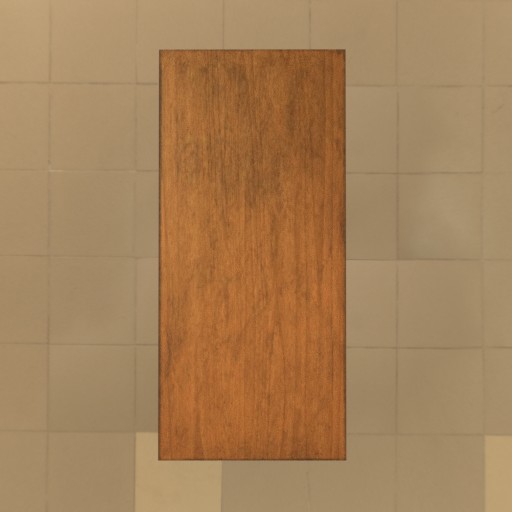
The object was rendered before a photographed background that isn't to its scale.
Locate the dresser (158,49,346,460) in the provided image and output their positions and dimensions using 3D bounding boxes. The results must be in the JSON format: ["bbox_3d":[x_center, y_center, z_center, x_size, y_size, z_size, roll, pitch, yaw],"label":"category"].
[{"bbox_3d":[0.000,0.000,1.949,0.591,1.224,1.250,0,89,0],"label":"dresser"}]
